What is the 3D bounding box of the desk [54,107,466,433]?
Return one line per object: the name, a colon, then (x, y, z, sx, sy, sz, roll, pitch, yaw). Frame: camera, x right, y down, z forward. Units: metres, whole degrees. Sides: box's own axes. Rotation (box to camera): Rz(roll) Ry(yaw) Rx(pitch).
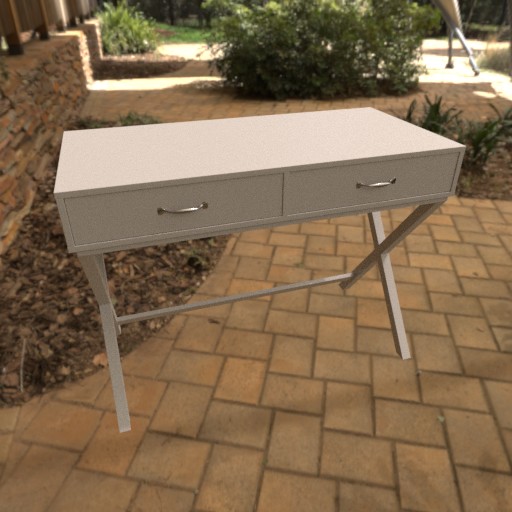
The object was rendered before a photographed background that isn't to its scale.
desk: (0.000, 0.000, 1.473, 1.057, 0.780, 0.525, -10, 32, -16)
